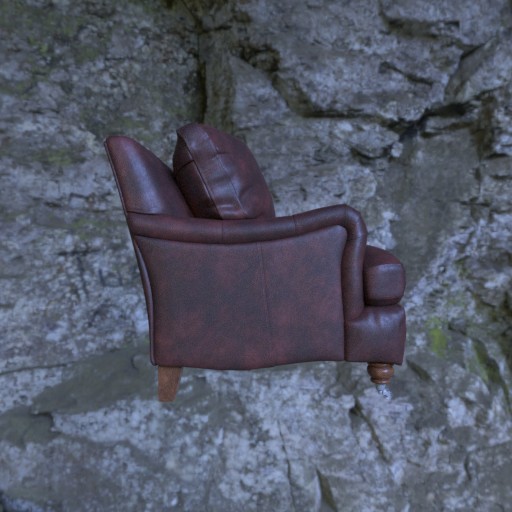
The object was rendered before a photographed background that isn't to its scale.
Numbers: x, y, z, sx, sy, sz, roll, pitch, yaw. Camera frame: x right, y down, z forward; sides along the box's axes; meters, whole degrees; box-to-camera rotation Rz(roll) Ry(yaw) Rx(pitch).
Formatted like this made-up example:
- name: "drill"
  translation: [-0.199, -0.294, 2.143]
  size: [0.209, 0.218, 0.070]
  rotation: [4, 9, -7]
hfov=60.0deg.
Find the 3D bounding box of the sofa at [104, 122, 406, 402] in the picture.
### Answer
- name: "sofa"
  translation: [0.000, 0.000, 2.394]
  size: [1.148, 1.070, 1.628]
  rotation: [0, 1, 0]
